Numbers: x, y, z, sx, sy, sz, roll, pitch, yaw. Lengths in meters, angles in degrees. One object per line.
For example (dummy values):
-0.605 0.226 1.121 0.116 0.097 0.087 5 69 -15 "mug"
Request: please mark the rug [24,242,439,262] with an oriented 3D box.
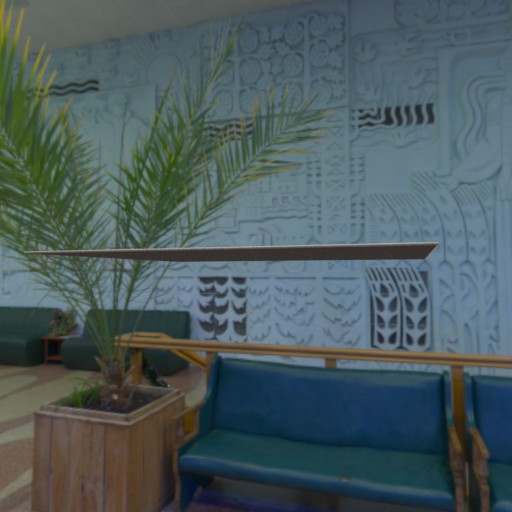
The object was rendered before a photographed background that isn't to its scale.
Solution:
0.000 0.000 4.146 3.039 0.018 2.462 -1 -3 19 "rug"
